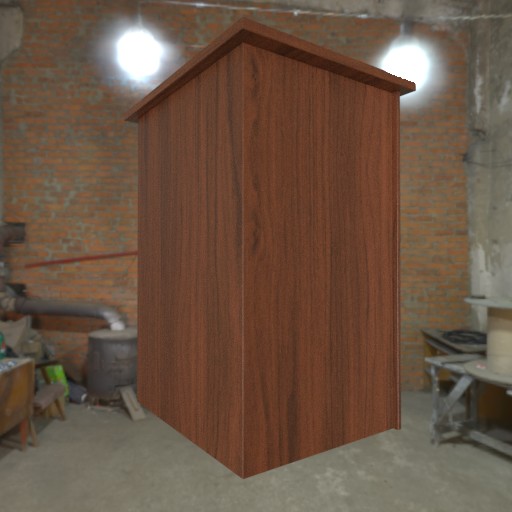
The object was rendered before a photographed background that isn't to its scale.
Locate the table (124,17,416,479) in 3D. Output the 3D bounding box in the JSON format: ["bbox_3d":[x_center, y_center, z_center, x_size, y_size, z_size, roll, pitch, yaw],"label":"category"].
[{"bbox_3d":[0.000,0.000,0.896,0.381,0.636,0.480,0,-1,-35],"label":"table"}]
